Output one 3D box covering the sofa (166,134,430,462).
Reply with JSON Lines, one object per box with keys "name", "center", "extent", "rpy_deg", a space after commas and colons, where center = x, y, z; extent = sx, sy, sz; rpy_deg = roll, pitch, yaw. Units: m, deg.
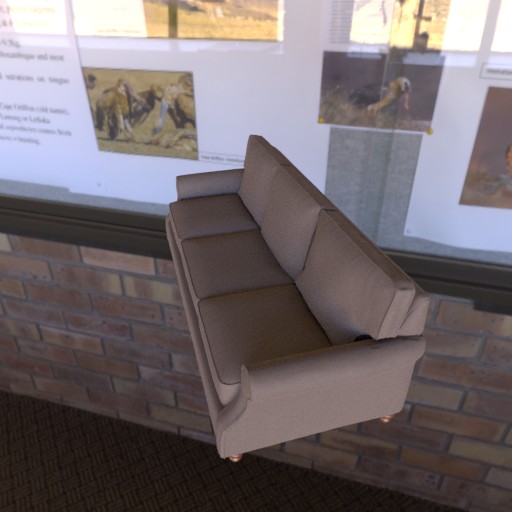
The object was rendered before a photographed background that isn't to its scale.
{"name": "sofa", "center": [0.000, 0.000, 2.824], "extent": [0.966, 0.948, 2.353], "rpy_deg": [-9, 33, -14]}
